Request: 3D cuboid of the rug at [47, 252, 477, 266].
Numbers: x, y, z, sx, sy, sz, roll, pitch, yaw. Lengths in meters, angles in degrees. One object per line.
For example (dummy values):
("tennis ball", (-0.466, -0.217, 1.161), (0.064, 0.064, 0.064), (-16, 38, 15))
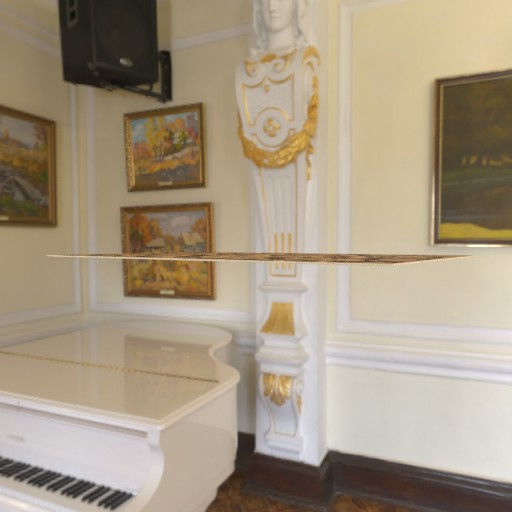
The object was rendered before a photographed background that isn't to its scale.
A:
("rug", (0.000, 0.000, 2.812), (2.284, 0.008, 1.522), (1, 2, 36))
